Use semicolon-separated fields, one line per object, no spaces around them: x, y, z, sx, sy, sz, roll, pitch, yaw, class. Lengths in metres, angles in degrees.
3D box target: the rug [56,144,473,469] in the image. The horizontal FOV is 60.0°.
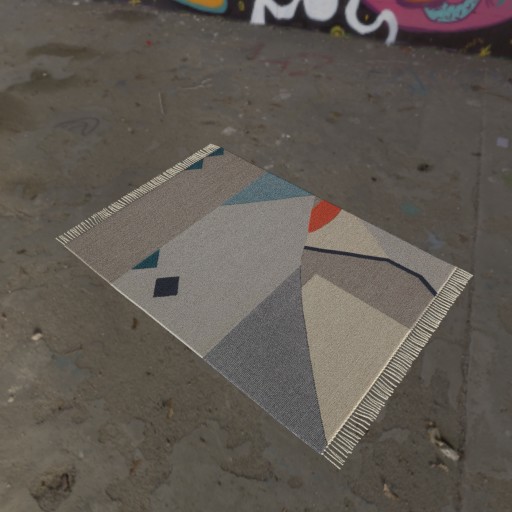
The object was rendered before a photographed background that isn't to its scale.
0.000;0.000;2.310;1.828;0.005;1.220;32;55;26;rug
